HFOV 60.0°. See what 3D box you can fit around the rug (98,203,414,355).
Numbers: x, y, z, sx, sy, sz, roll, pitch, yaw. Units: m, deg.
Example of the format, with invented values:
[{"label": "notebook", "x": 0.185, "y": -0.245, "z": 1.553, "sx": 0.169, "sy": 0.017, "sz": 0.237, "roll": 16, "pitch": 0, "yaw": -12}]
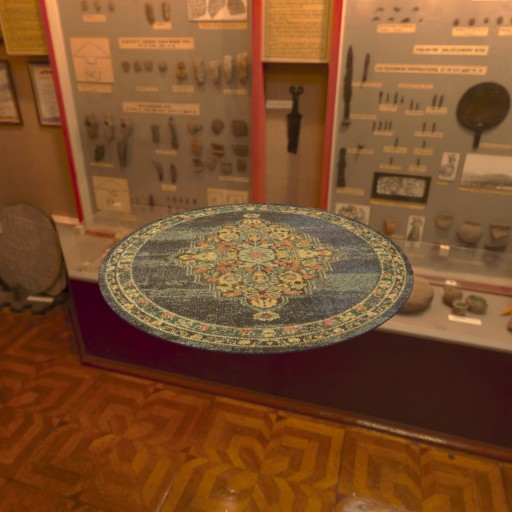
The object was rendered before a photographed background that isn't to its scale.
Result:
[{"label": "rug", "x": 0.000, "y": 0.000, "z": 2.343, "sx": 1.591, "sy": 0.010, "sz": 1.591, "roll": 0, "pitch": 27, "yaw": 0}]
